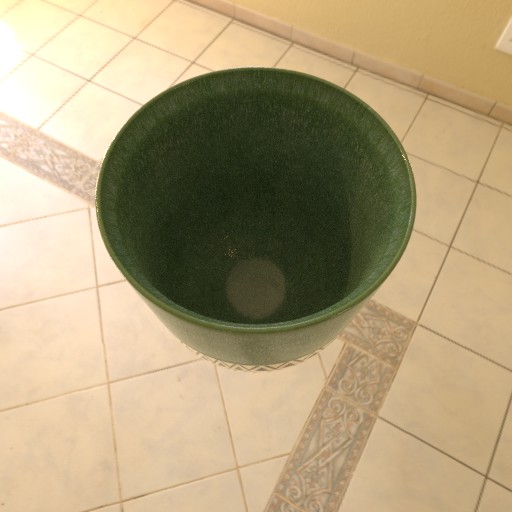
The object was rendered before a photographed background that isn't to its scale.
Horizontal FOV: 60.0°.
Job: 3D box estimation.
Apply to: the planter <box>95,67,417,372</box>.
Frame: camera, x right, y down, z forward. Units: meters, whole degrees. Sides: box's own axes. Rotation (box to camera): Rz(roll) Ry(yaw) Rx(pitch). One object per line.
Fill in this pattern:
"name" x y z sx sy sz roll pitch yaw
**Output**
"planter" 0.000 0.000 0.367 0.195 0.214 0.195 0 64 0
